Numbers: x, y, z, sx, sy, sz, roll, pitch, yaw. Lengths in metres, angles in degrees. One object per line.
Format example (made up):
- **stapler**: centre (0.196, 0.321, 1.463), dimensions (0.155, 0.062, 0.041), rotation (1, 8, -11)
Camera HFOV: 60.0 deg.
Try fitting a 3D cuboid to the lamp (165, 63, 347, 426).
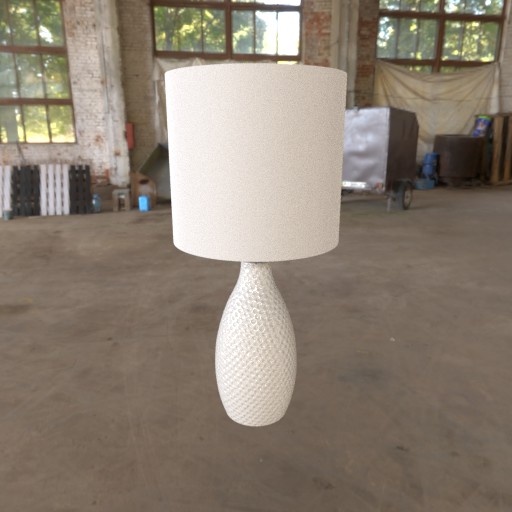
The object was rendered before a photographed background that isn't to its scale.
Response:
- **lamp**: centre (0.000, 0.000, 0.594), dimensions (0.214, 0.466, 0.214), rotation (2, 16, 8)
